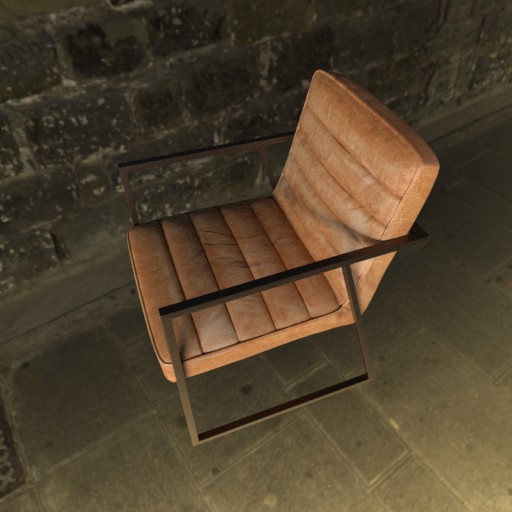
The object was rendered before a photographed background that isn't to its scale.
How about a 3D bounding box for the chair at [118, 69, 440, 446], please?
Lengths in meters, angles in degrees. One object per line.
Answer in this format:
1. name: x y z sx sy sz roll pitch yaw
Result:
1. chair: 0.000 0.000 1.266 0.677 0.832 0.571 -15 47 -14
